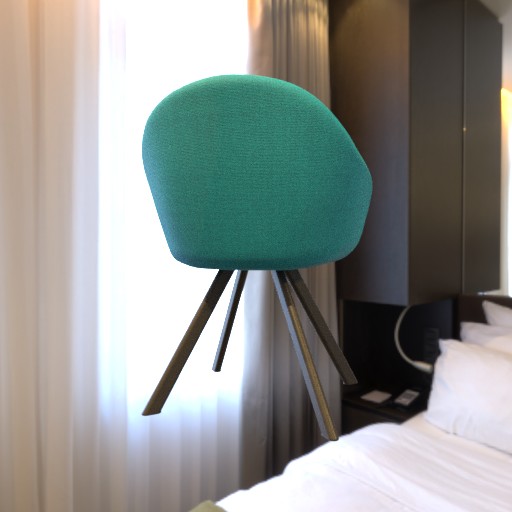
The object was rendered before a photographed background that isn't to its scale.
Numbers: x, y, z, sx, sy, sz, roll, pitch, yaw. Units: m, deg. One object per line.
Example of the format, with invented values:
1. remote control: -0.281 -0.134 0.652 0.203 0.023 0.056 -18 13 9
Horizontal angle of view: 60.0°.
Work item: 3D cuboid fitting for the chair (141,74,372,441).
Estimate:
1. chair: 0.000 0.000 1.200 0.590 0.795 0.550 0 1 18
